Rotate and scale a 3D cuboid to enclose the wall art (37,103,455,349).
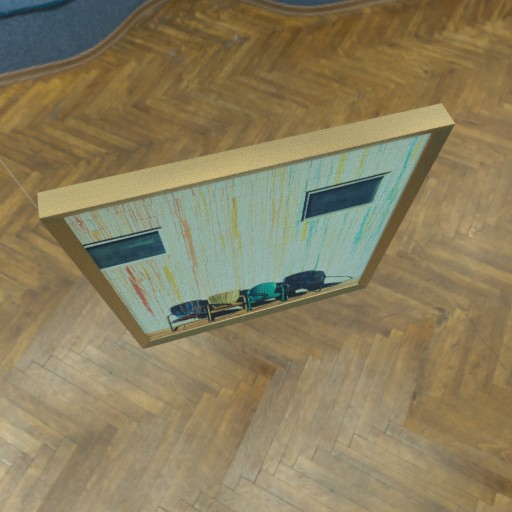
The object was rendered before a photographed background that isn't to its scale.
[{"bbox_3d":[0.000,0.000,0.748,0.505,0.505,0.037,-14,63,-7],"label":"wall art"}]
